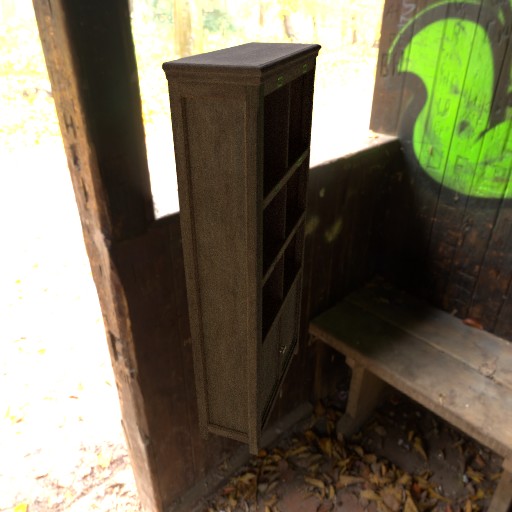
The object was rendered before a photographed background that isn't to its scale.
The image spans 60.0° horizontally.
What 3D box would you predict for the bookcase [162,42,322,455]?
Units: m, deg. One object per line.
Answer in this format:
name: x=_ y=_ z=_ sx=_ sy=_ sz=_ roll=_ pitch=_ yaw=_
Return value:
bookcase: x=0.000 y=0.000 z=2.234 sx=0.348 sy=1.880 sz=0.906 roll=10 pitch=31 yaw=16
